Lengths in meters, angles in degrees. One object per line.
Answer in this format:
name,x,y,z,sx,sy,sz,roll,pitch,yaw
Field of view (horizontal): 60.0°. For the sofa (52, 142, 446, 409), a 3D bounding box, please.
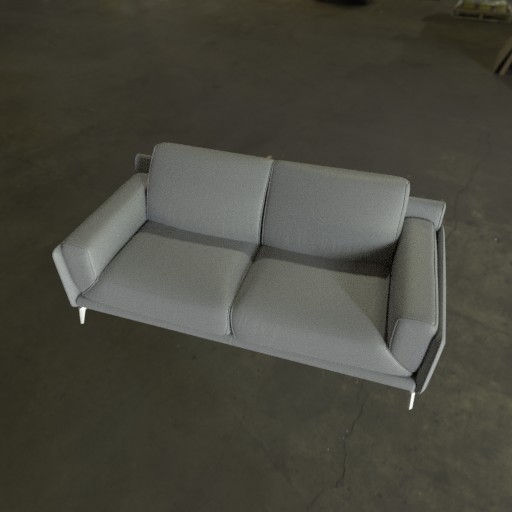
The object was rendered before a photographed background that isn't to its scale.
sofa,0.000,0.000,2.627,2.100,0.900,0.969,11,41,13
